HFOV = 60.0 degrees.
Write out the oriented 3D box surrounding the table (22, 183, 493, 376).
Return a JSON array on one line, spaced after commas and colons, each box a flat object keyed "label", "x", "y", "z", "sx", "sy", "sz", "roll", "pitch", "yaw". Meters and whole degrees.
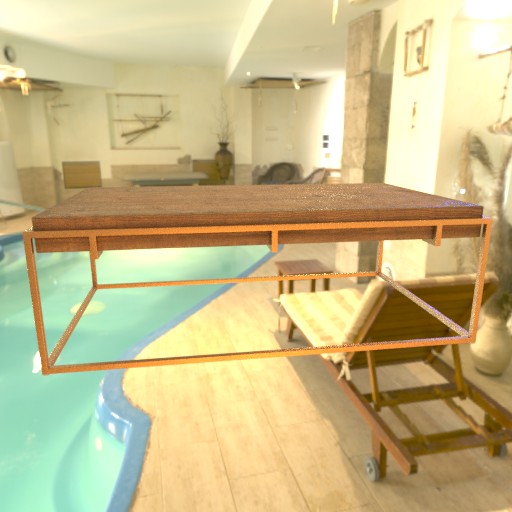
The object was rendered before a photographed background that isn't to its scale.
[{"label": "table", "x": 0.000, "y": 0.000, "z": 1.709, "sx": 1.387, "sy": 0.468, "sz": 0.775, "roll": -2, "pitch": 15, "yaw": -9}]
